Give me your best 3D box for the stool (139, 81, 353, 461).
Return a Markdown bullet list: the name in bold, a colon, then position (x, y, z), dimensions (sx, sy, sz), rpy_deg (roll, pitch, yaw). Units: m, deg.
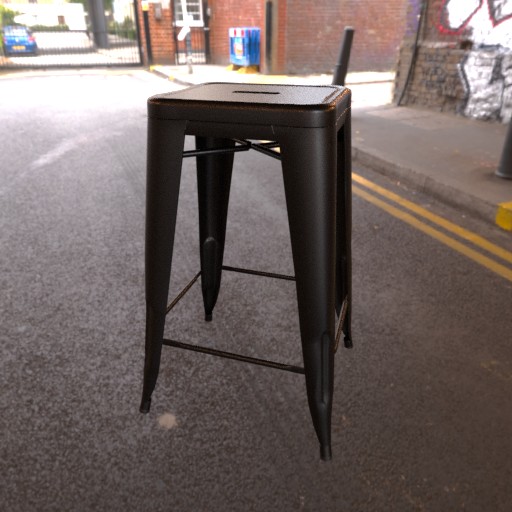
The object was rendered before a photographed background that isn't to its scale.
- **stool**: position (0.000, 0.000, 0.866), dimensions (0.399, 0.609, 0.359), rpy_deg (8, 28, 15)
